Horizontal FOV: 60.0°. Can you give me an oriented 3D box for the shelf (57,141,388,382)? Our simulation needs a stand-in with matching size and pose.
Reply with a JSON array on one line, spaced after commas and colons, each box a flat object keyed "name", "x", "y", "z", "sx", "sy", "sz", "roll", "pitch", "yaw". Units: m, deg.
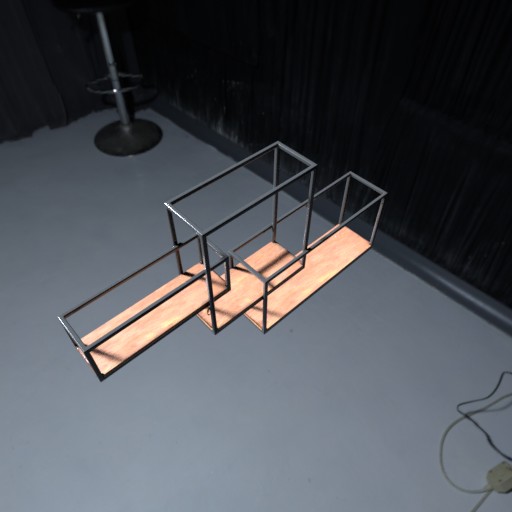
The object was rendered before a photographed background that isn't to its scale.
[{"name": "shelf", "x": 0.000, "y": 0.000, "z": 2.157, "sx": 1.781, "sy": 0.972, "sz": 0.275, "roll": -34, "pitch": 57, "yaw": -27}]
